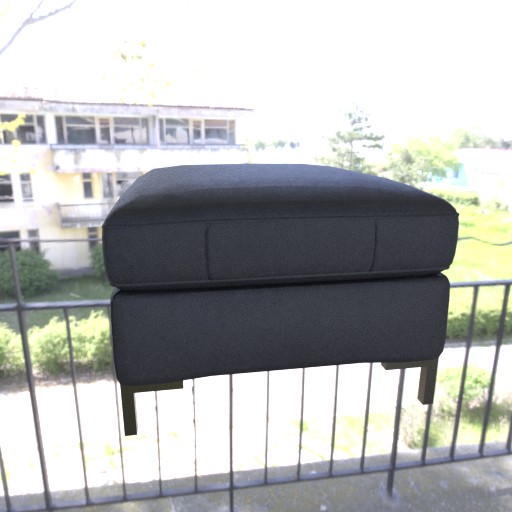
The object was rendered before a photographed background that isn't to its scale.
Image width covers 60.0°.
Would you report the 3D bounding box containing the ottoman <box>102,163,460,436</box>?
[{"bbox_3d":[0.000,0.000,1.760,0.967,0.696,1.187,-3,16,-9],"label":"ottoman"}]
